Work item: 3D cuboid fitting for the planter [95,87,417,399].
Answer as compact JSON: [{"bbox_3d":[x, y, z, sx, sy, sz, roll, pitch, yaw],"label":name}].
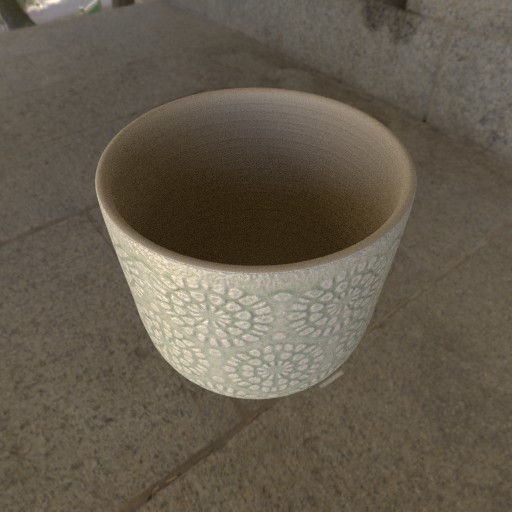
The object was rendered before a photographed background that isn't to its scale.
[{"bbox_3d":[0.000,0.000,0.294,0.169,0.153,0.169,0,46,0],"label":"planter"}]
